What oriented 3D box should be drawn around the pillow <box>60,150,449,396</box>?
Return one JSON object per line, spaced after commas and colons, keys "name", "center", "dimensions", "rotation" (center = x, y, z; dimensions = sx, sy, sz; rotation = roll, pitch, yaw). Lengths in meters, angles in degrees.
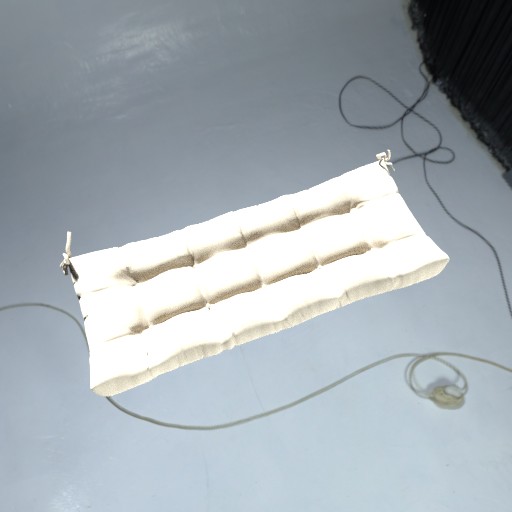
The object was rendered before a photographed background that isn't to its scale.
{"name": "pillow", "center": [0.000, 0.000, 1.412], "dimensions": [1.194, 0.174, 0.511], "rotation": [-19, 64, -9]}
